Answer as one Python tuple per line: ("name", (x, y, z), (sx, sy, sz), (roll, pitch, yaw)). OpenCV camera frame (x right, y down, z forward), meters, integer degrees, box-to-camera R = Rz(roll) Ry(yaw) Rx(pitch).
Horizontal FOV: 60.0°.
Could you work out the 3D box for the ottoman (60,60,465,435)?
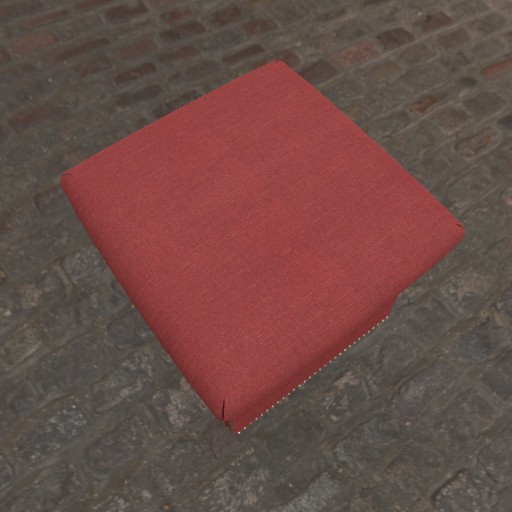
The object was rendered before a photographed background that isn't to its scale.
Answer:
("ottoman", (0.000, 0.000, 0.901), (0.497, 0.475, 0.507), (-33, 68, -15))
